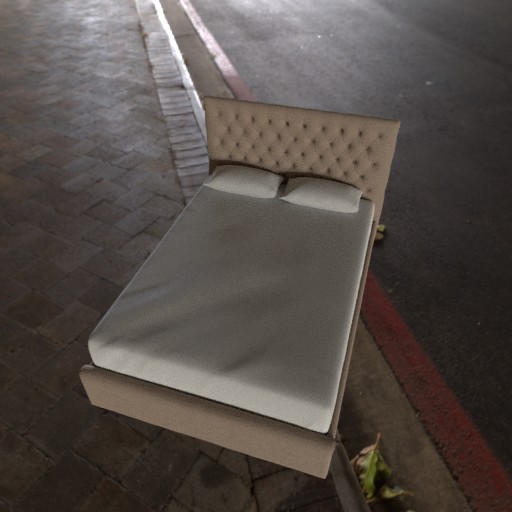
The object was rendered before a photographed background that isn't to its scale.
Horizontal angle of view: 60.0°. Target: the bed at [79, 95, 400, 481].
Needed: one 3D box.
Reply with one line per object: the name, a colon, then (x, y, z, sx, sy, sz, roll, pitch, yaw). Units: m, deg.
bed: (0.000, 0.000, 3.359, 1.698, 1.427, 2.387, 12, 43, 13)
